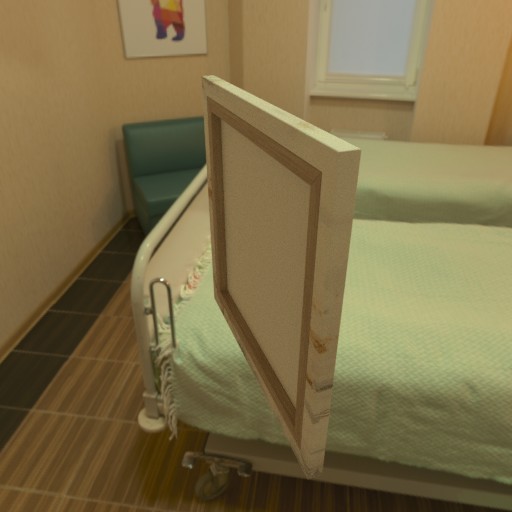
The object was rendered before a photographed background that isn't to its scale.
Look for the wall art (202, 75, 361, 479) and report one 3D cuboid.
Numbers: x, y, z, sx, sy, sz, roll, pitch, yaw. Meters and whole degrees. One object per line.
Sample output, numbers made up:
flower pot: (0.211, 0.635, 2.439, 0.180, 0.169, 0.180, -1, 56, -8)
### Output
wall art: (0.000, 0.000, 1.122, 0.038, 0.755, 0.753, -11, 32, -18)
